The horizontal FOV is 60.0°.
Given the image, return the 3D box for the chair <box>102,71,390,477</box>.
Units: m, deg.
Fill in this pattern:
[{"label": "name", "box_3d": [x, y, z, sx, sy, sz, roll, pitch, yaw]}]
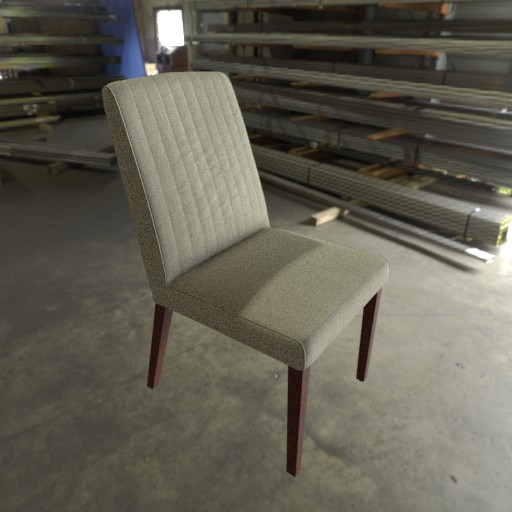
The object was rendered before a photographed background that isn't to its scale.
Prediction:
[{"label": "chair", "box_3d": [0.000, 0.000, 1.206, 0.594, 0.900, 0.480, 18, 32, 32]}]
